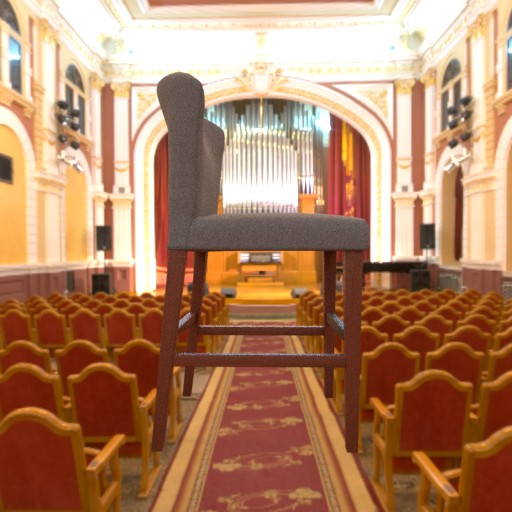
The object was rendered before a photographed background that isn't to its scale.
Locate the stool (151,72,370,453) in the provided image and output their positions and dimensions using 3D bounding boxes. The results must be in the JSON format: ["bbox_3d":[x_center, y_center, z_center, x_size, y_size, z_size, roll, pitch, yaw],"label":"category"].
[{"bbox_3d":[0.000,0.000,1.310,0.568,0.968,0.481,0,1,1],"label":"stool"}]
